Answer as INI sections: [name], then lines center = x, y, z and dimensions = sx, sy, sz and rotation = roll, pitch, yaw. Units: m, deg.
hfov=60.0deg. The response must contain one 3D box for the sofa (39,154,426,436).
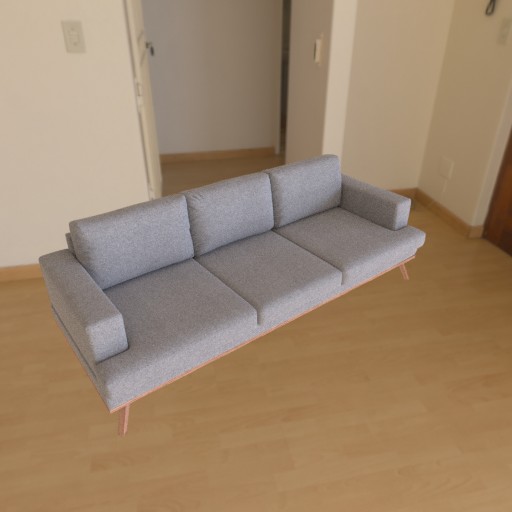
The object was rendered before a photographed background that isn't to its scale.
[sofa]
center = 0.000, 0.000, 2.781
dimensions = 2.310, 0.810, 0.920
rotation = -21, 37, -32
